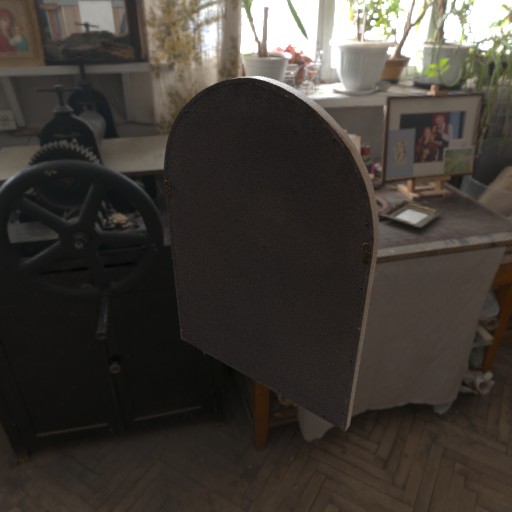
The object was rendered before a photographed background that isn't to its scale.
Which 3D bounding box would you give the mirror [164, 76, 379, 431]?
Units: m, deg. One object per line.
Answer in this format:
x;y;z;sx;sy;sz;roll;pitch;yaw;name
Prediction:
0.000;0.000;1.216;0.660;0.920;0.032;21;36;31;mirror
